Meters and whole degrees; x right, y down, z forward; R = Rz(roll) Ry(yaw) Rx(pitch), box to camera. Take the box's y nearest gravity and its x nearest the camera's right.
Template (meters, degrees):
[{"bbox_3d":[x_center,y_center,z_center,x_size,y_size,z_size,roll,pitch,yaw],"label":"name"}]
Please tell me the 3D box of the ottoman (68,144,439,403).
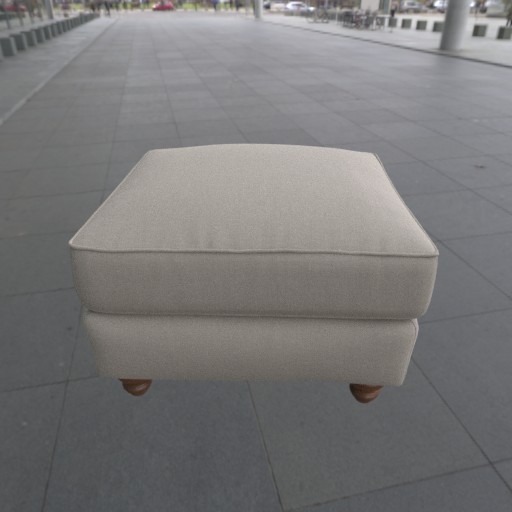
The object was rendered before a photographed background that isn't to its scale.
[{"bbox_3d":[0.000,0.000,1.164,0.716,0.505,0.662,1,30,2],"label":"ottoman"}]
